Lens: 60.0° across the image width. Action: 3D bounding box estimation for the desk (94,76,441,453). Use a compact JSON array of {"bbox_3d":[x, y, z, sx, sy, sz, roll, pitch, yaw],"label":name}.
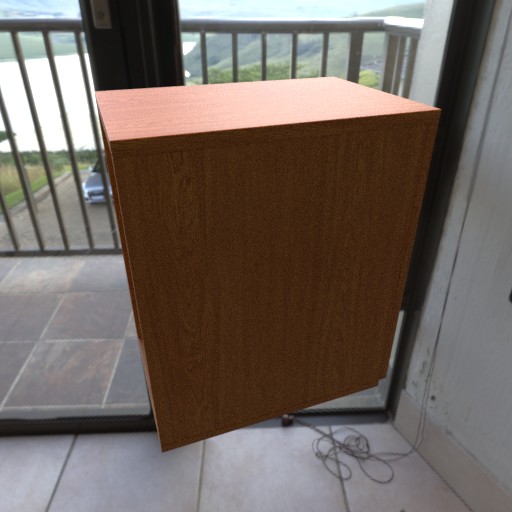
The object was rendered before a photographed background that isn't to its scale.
[{"bbox_3d":[0.000,0.000,1.076,0.600,0.730,0.404,-11,32,-17],"label":"desk"}]
